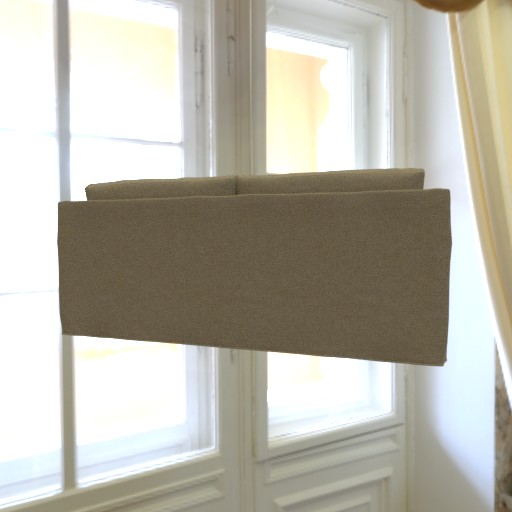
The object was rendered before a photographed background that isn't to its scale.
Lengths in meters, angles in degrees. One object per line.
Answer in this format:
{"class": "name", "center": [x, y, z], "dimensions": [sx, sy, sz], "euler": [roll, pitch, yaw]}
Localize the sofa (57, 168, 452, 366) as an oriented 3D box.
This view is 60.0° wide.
{"class": "sofa", "center": [0.000, 0.000, 2.518], "dimensions": [1.987, 0.847, 0.956], "euler": [1, 2, 19]}
